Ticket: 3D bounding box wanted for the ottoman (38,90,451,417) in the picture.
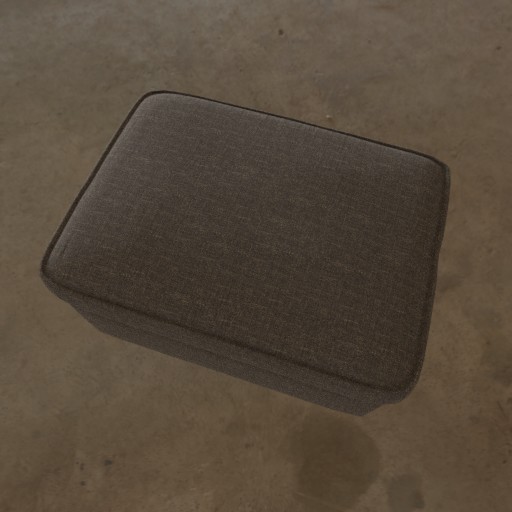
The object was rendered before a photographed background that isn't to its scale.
[{"bbox_3d":[0.000,0.000,1.064,0.749,0.450,0.549,16,65,8],"label":"ottoman"}]
